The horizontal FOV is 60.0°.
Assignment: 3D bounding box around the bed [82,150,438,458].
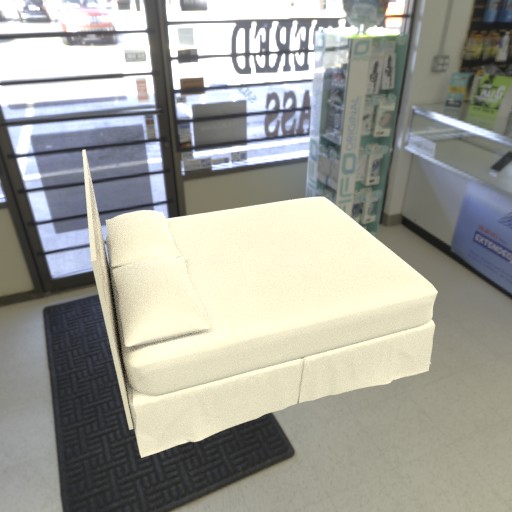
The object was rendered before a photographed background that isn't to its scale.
[{"bbox_3d":[0.000,0.000,3.208,2.094,1.335,1.745,-11,33,-17],"label":"bed"}]
